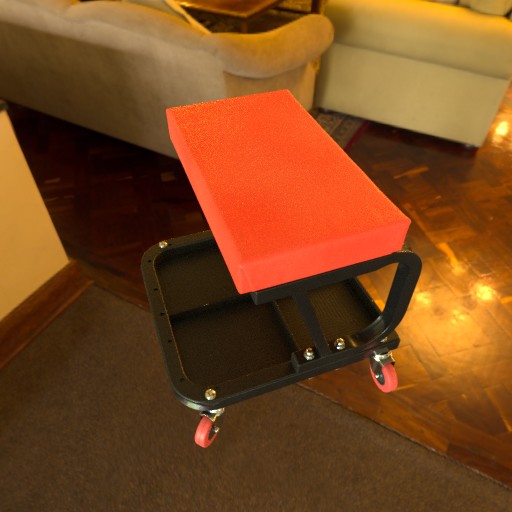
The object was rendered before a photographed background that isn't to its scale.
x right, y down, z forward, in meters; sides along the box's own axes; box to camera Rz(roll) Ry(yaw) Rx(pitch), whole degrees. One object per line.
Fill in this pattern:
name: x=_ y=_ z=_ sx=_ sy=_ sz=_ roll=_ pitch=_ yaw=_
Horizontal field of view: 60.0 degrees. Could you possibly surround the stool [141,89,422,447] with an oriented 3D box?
stool: x=0.000 y=0.000 z=0.734 sx=0.371 sy=0.380 sz=0.446 roll=-15 pitch=47 yaw=-14
